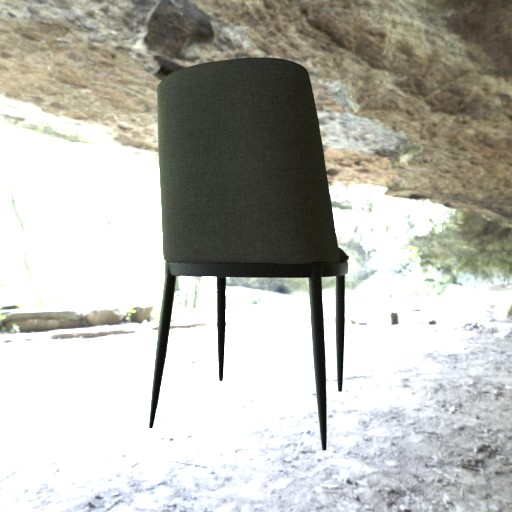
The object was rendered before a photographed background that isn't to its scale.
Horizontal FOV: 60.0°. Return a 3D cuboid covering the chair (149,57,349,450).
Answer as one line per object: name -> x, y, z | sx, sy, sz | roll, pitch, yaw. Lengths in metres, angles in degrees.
chair -> 0.000, 0.000, 1.215 | 0.488, 0.855, 0.550 | 0, 0, 17
